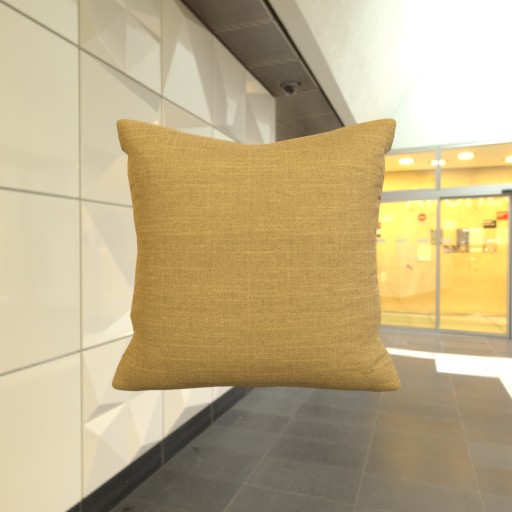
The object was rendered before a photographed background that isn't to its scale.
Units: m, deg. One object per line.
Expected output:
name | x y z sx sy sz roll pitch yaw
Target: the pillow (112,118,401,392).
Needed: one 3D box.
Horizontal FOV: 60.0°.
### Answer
pillow | 0.000 0.000 0.654 0.424 0.400 0.169 0 1 0
